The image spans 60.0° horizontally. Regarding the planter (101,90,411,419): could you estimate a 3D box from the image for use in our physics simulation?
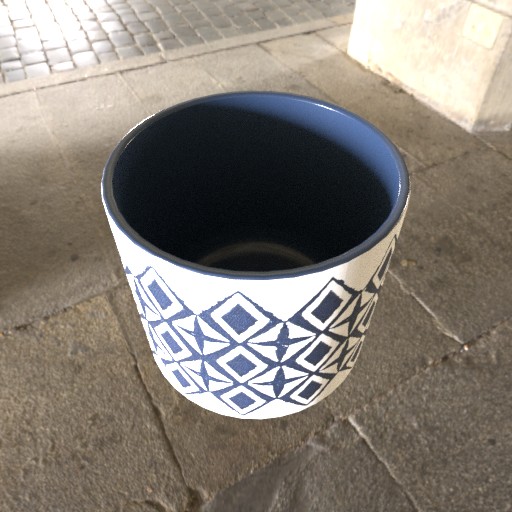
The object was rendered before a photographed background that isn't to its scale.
[{"bbox_3d":[0.000,0.000,0.284,0.159,0.144,0.159,0,47,0],"label":"planter"}]
